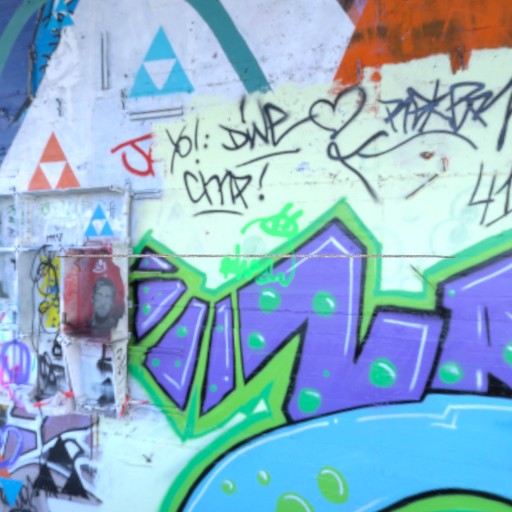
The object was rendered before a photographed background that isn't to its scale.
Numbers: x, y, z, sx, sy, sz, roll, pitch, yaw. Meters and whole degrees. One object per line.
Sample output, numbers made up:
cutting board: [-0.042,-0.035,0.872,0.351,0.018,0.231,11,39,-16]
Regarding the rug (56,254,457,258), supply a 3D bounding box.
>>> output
rug: [0.000,0.000,2.868,2.378,0.018,1.324,0,0,18]
